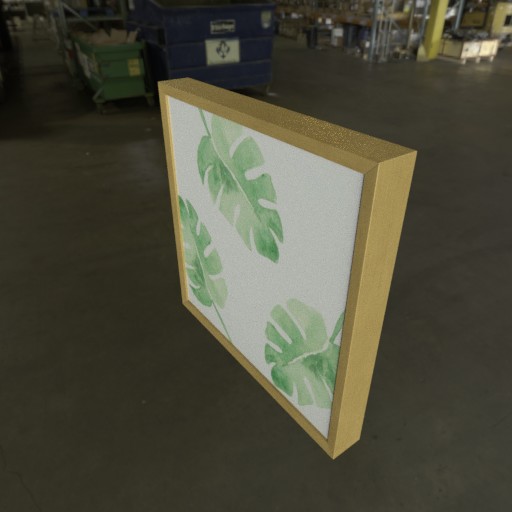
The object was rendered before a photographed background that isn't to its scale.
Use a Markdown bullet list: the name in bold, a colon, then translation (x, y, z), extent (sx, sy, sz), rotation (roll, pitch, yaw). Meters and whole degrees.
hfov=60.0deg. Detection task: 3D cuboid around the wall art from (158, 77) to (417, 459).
- **wall art**: translation (0.000, 0.000, 0.466), extent (0.038, 0.305, 0.305), rotation (-22, 38, -30)
